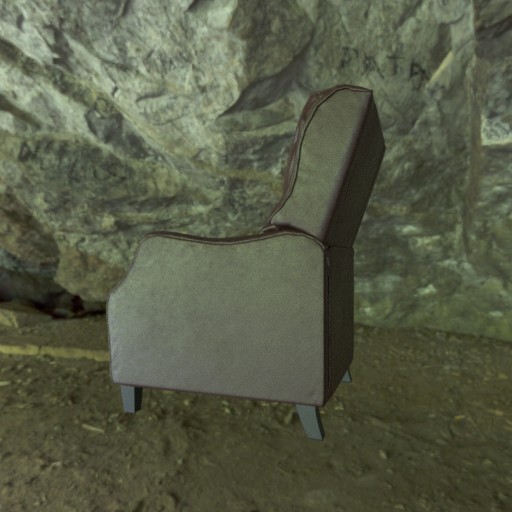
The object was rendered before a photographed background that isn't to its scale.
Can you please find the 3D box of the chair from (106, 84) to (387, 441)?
[{"bbox_3d":[0.000,0.000,1.799,0.982,1.132,0.770,0,0,19],"label":"chair"}]
